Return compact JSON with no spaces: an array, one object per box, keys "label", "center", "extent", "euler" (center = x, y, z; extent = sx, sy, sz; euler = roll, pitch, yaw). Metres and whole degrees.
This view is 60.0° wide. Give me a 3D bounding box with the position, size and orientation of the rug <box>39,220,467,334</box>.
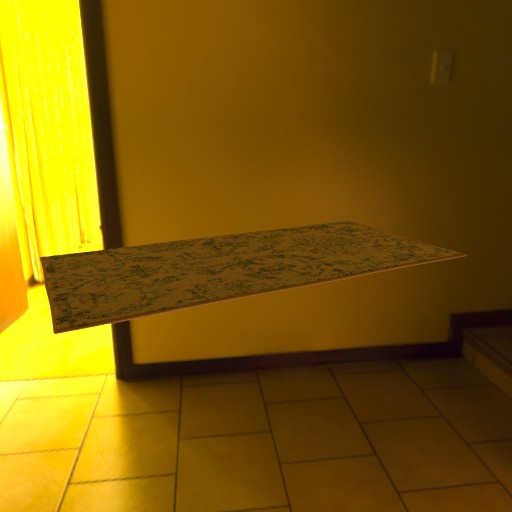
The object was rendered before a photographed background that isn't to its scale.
[{"label":"rug","center":[0.000,0.000,1.406],"extent":[1.220,0.007,0.605],"euler":[-8,18,-26]}]
